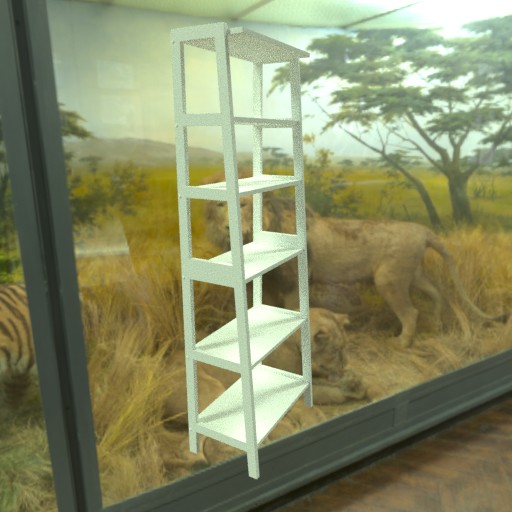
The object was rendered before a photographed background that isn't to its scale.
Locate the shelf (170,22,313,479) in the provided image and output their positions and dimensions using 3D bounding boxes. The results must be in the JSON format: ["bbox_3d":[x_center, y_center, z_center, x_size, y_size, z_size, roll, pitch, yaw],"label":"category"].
[{"bbox_3d":[0.000,0.000,2.122,0.381,1.892,0.660,9,17,28],"label":"shelf"}]
